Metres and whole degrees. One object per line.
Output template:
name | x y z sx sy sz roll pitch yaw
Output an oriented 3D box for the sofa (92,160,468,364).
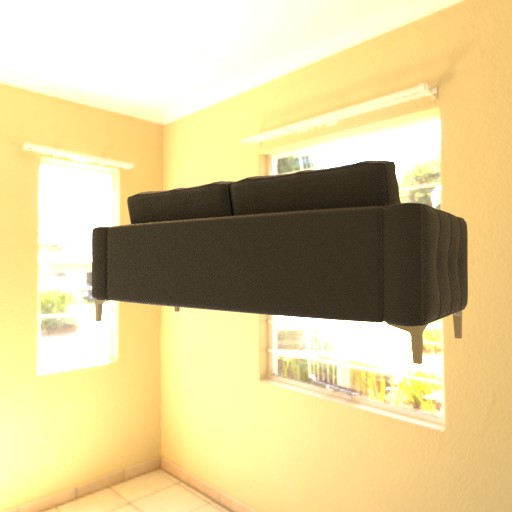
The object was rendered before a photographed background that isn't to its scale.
sofa | 0.000 0.000 2.735 2.275 0.893 0.833 -1 -1 36
